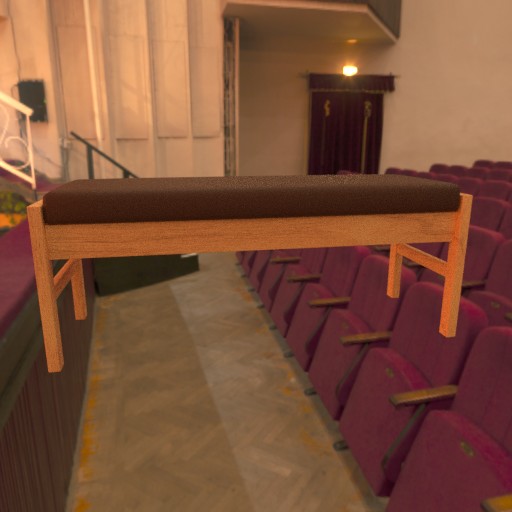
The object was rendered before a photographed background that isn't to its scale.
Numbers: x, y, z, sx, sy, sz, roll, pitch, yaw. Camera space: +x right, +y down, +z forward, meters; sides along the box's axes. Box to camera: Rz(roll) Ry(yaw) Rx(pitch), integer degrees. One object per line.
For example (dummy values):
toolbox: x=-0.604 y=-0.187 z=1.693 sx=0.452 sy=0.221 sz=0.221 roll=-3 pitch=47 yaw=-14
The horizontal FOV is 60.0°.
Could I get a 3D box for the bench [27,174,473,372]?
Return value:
bench: x=0.000 y=0.000 z=1.418 sx=1.200 sy=0.480 sz=0.405 roll=-3 pitch=15 yaw=-10
